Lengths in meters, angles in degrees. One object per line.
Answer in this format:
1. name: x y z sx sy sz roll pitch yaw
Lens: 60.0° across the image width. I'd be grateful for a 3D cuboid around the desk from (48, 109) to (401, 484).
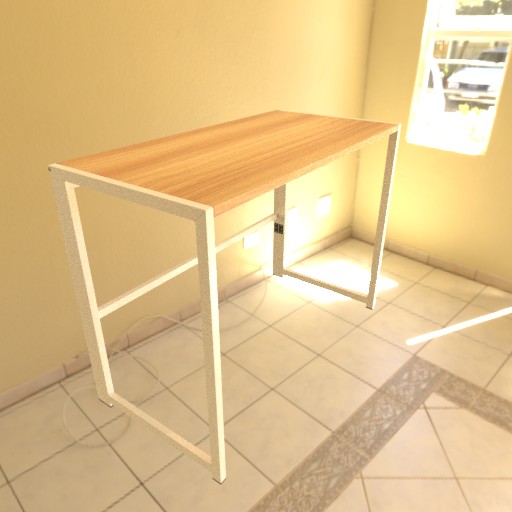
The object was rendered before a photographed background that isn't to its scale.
1. desk: 0.000 0.000 1.473 0.508 0.762 1.016 18 32 31
